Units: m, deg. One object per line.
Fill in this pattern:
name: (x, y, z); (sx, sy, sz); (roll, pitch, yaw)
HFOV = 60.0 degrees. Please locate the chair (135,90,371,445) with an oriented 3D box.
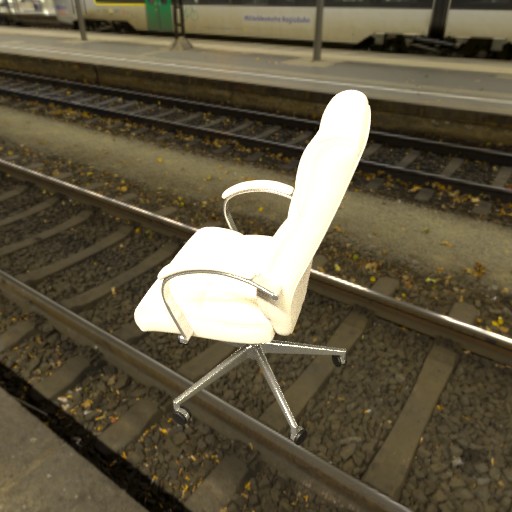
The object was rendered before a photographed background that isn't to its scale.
chair: (0.000, 0.000, 1.602); (0.745, 1.099, 0.727); (7, 32, 12)
